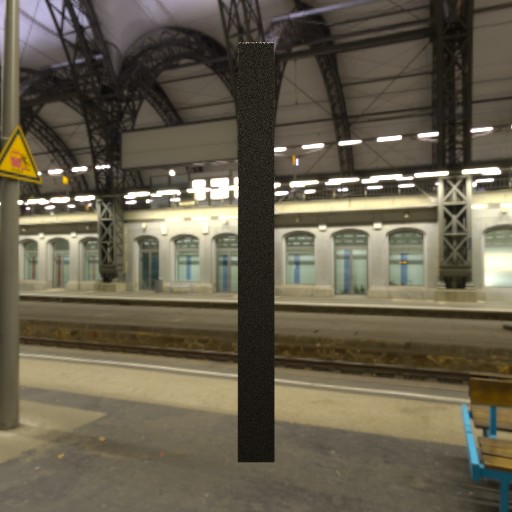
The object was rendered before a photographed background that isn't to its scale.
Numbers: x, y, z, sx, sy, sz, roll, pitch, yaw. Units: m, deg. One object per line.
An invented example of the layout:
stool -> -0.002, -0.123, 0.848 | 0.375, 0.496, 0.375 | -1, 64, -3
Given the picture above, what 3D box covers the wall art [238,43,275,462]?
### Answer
wall art -> 0.000, 0.000, 0.529 | 0.028, 0.321, 0.381 | 0, -1, 0
